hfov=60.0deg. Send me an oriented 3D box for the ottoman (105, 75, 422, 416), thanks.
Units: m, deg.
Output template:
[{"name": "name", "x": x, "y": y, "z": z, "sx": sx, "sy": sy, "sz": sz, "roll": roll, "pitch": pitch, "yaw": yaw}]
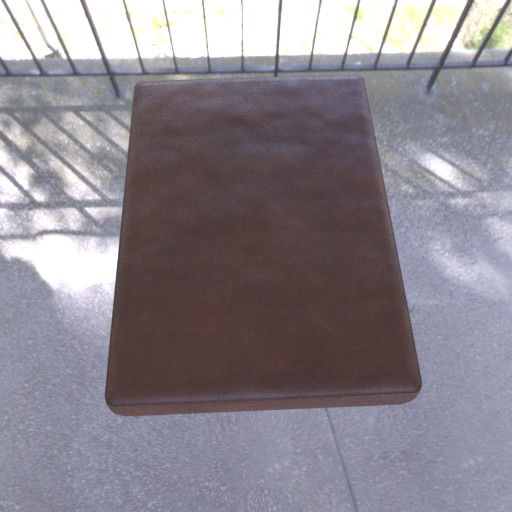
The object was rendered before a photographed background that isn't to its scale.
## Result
[{"name": "ottoman", "x": 0.000, "y": 0.000, "z": 1.159, "sx": 0.588, "sy": 0.509, "sz": 0.795, "roll": -2, "pitch": 66, "yaw": -1}]
